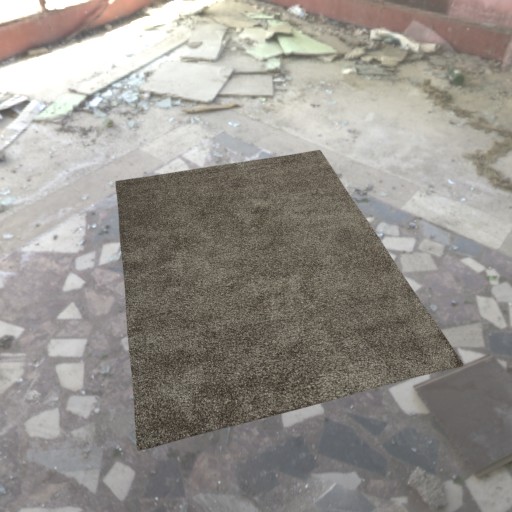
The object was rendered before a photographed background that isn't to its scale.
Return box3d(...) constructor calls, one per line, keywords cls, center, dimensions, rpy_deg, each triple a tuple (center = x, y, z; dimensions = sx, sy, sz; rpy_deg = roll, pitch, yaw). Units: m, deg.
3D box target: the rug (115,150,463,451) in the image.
box3d(cls="rug", center=(0.000, 0.000, 4.091), dimensions=(2.401, 0.025, 3.000), rpy_deg=(-11, 47, -10))
